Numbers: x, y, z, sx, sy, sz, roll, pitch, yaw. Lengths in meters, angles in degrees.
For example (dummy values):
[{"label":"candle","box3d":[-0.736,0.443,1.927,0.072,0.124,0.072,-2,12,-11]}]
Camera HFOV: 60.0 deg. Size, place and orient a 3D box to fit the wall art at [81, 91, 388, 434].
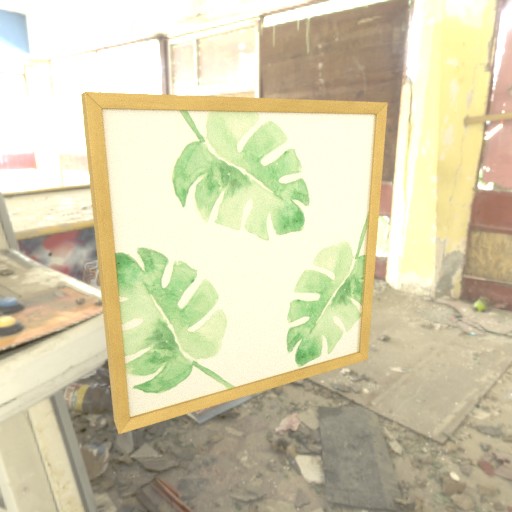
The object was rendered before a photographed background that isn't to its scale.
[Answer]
[{"label":"wall art","box3d":[0.000,0.000,0.758,0.508,0.508,0.038,-8,18,-27]}]
